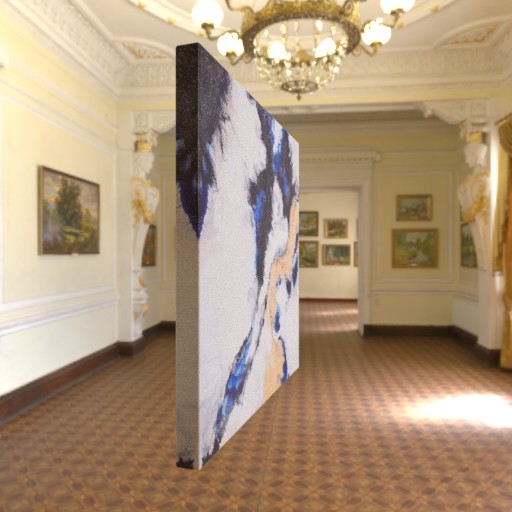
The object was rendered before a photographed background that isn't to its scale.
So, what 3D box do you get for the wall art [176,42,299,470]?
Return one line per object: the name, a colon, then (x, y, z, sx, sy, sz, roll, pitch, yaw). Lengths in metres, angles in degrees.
wall art: (0.000, 0.000, 0.920, 0.039, 0.609, 0.609, 0, 0, 19)
